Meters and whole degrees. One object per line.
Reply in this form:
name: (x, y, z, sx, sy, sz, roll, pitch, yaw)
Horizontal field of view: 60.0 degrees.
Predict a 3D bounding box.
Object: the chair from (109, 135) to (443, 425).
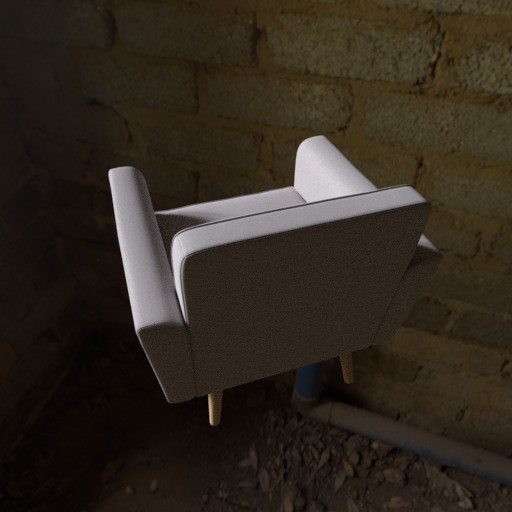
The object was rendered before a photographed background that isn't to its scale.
chair: (0.000, 0.000, 1.398, 0.780, 0.780, 0.750, -12, 42, -14)
